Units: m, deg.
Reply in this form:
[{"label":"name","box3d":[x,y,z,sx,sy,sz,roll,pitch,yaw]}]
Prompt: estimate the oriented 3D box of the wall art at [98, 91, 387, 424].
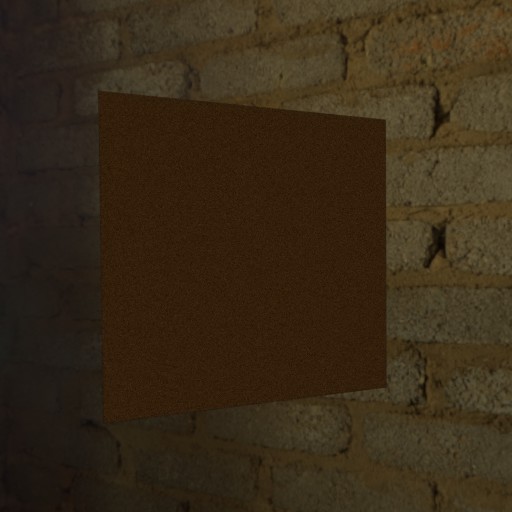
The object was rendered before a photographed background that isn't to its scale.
[{"label":"wall art","box3d":[0.000,0.000,0.917,0.611,0.608,0.042,0,1,-19]}]
